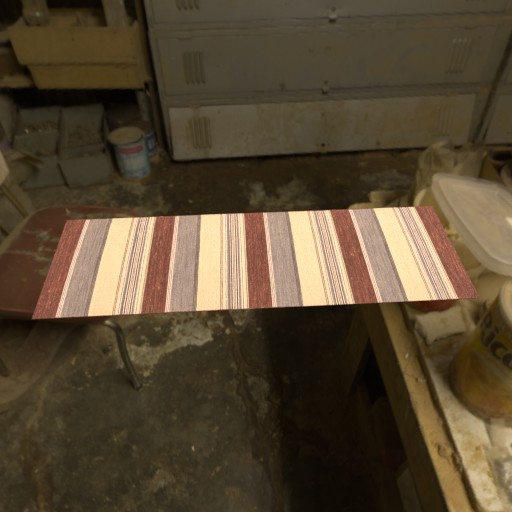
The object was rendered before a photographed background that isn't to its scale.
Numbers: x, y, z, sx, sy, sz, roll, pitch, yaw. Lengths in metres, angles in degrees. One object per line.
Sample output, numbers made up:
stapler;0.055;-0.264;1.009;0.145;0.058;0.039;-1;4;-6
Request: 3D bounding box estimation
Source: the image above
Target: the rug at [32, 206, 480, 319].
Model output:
rug;0.000;0.000;2.683;2.437;0.006;0.792;-2;46;-2
